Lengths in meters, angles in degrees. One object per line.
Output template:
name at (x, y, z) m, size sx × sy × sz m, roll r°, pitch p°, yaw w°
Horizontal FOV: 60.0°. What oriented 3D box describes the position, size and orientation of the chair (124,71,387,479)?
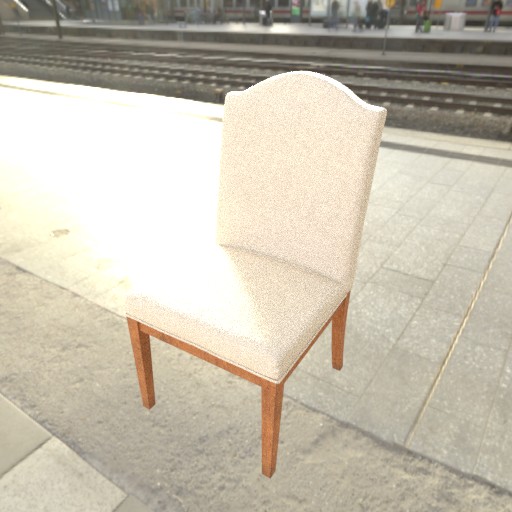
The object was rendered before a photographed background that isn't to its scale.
chair at (0.000, 0.000, 1.379) m, size 0.534 × 1.012 × 0.648 m, roll 17°, pitch 33°, yaw 28°
